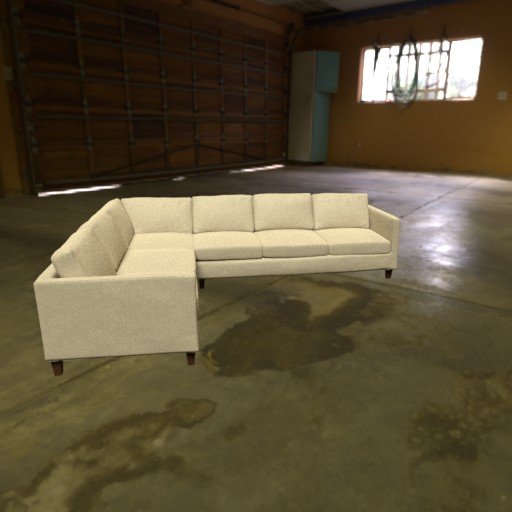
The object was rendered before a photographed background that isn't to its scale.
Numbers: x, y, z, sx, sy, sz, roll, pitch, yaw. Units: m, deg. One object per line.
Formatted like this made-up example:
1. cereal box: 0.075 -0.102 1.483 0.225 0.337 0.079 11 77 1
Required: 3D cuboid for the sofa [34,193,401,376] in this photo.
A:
1. sofa: 0.000 0.000 4.193 3.182 0.863 2.432 -2 17 -8
